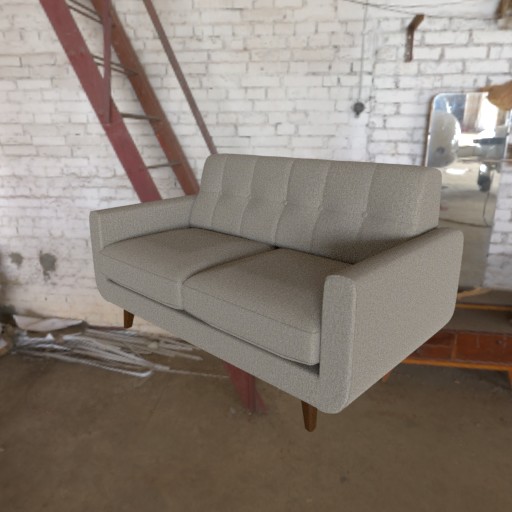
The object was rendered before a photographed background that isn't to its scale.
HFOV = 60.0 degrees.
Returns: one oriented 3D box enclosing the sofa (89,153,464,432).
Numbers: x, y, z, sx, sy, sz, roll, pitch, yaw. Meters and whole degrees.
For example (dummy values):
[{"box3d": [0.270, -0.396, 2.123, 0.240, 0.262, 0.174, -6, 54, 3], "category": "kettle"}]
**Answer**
[{"box3d": [0.000, 0.000, 2.205, 1.651, 0.925, 0.952, 15, 22, 41], "category": "sofa"}]
